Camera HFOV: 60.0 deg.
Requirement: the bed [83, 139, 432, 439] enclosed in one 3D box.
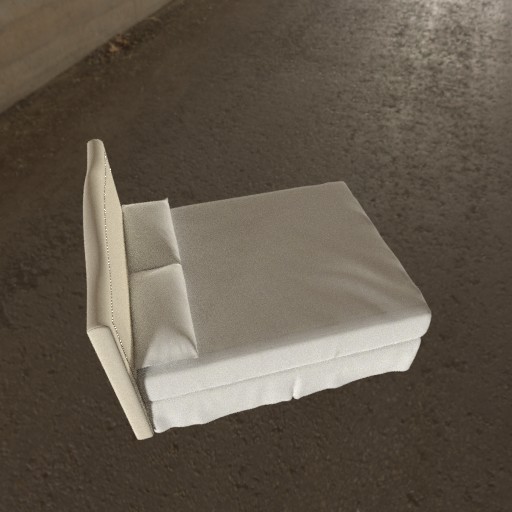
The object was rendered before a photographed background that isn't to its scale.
[{"bbox_3d":[0.000,0.000,3.319,2.143,1.460,1.753,-11,47,-10],"label":"bed"}]
